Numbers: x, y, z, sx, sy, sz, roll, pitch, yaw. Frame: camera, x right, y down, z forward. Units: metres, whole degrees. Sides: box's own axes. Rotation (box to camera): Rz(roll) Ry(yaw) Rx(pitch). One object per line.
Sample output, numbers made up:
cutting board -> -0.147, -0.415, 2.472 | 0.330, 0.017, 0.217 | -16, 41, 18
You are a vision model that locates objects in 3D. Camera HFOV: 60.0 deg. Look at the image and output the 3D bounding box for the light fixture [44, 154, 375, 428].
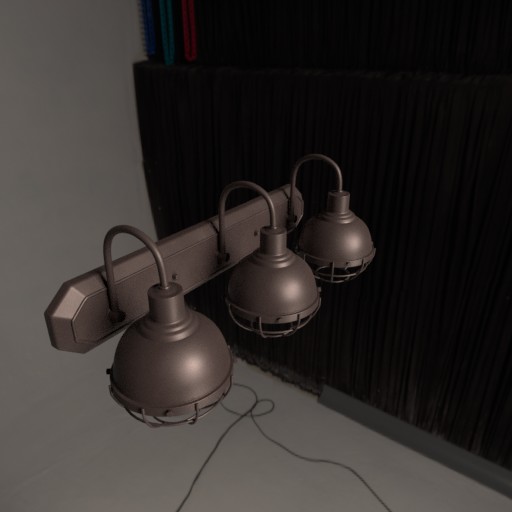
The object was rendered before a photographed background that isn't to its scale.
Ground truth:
light fixture -> 0.000, 0.000, 0.753 | 0.229, 0.254, 0.634 | 17, 31, 32
